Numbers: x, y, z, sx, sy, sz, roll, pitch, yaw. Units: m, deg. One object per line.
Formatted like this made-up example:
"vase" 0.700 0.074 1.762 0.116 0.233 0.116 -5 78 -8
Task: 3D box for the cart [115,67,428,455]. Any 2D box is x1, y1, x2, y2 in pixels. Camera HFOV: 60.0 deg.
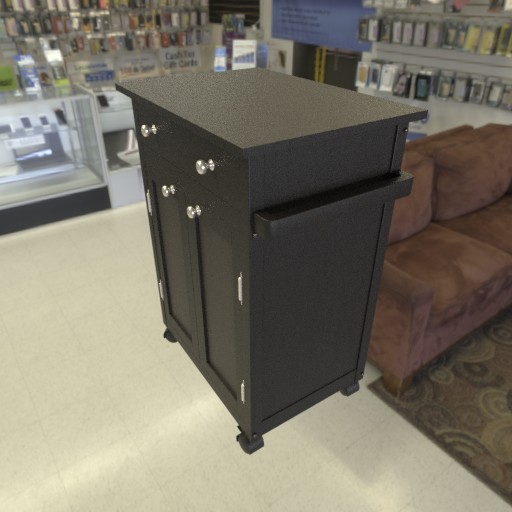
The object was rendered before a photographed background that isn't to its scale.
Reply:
"cart" 0.000 0.000 1.265 0.456 0.879 0.660 -19 37 -28
